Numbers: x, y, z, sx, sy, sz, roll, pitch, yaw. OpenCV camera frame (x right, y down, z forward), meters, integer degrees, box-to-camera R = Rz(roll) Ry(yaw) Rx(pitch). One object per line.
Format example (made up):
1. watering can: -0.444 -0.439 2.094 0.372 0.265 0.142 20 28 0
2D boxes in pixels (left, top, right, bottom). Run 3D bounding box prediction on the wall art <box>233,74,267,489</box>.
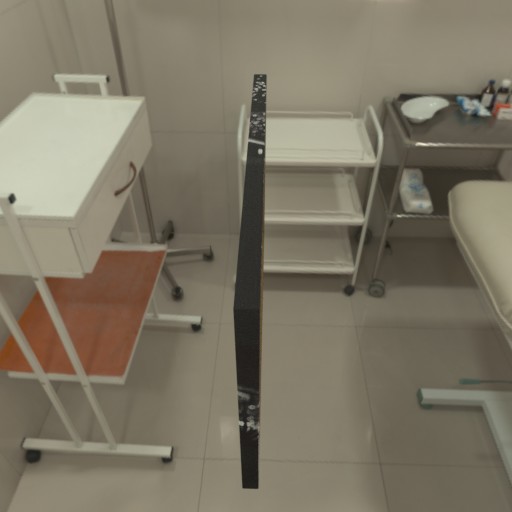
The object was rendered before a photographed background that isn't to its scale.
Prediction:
1. wall art: 0.000 0.000 1.150 0.038 0.609 0.914 1 41 1
